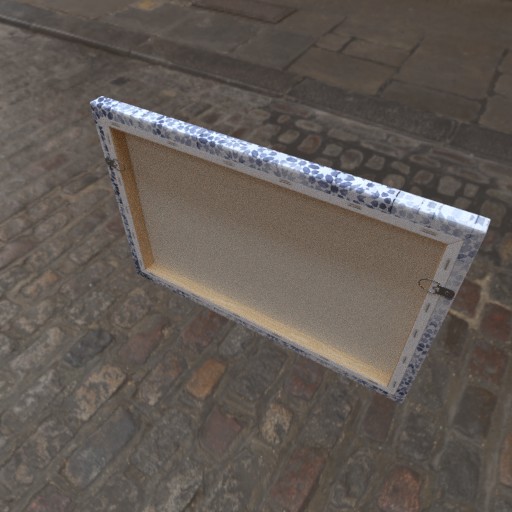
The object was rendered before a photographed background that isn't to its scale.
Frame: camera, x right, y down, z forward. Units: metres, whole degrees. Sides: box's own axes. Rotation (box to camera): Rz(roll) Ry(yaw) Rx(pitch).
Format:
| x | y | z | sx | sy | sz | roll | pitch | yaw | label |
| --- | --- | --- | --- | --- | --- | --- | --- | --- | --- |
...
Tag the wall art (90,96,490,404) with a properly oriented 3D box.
| x | y | z | sx | sy | sz | roll | pitch | yaw | label |
| --- | --- | --- | --- | --- | --- | --- | --- | --- | --- |
| 0.000 | 0.000 | 0.750 | 0.608 | 0.406 | 0.030 | 23 | 49 | 21 | wall art |
